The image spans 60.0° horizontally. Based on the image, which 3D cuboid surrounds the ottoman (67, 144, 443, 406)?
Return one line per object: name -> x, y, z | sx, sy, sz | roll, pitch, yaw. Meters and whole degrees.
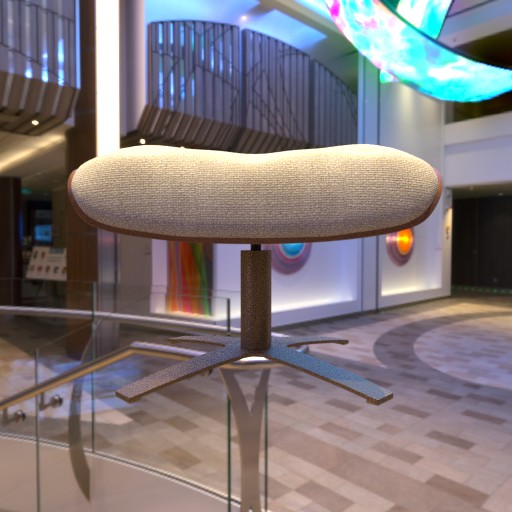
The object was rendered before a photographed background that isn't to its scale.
ottoman -> 0.000, 0.000, 0.789 | 0.520, 0.391, 0.394 | 0, 2, 1
